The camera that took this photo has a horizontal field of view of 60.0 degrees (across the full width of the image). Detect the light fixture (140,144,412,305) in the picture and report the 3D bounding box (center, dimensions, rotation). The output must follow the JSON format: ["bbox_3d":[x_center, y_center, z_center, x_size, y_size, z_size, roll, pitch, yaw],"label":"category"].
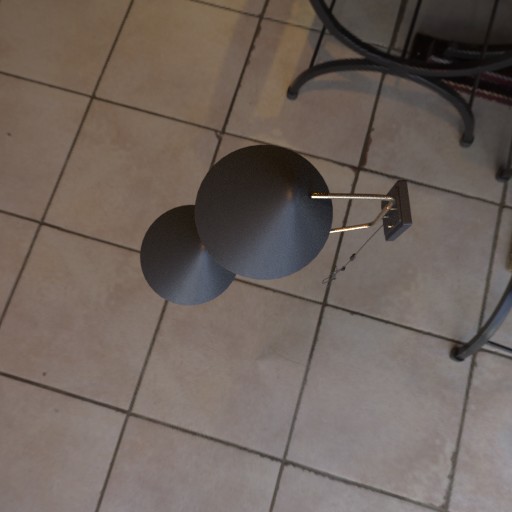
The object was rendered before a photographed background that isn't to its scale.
[{"bbox_3d":[0.000,0.000,0.846,0.422,0.665,0.189,-2,77,-1],"label":"light fixture"}]
